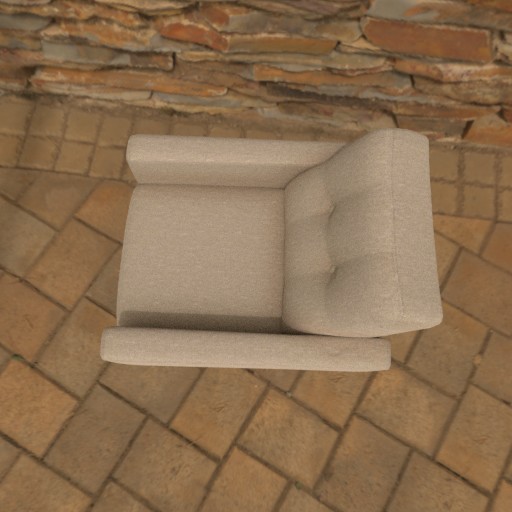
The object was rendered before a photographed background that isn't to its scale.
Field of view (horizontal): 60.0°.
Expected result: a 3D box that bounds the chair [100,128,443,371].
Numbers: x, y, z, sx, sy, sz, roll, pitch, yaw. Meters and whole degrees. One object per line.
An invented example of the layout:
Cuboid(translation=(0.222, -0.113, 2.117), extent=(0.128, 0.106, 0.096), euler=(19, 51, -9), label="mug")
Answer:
Cuboid(translation=(0.000, 0.000, 1.815), extent=(1.128, 0.965, 0.897), euler=(2, 74, 1), label="chair")
